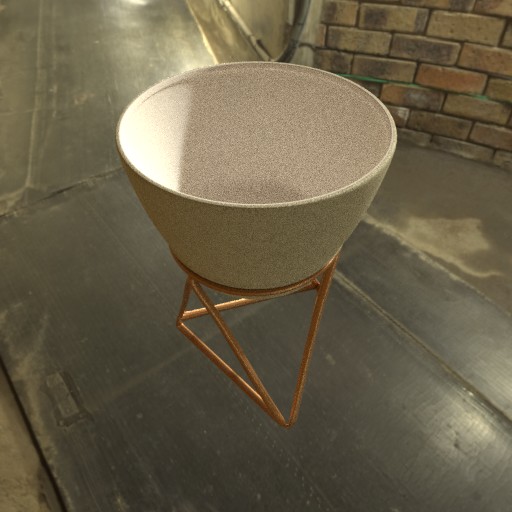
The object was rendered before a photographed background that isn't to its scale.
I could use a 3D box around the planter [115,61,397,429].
[{"bbox_3d":[0.000,0.000,0.743,0.350,0.504,0.350,10,47,10],"label":"planter"}]
